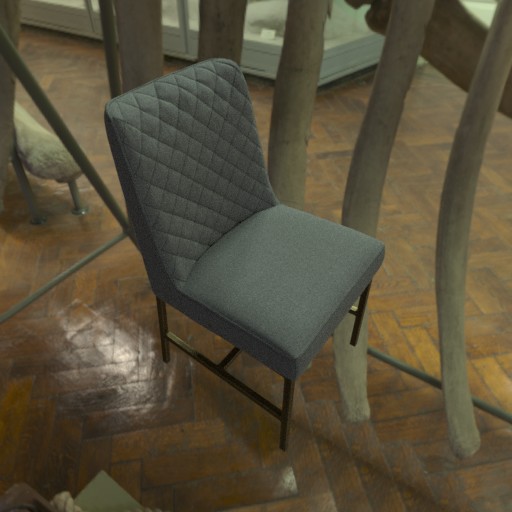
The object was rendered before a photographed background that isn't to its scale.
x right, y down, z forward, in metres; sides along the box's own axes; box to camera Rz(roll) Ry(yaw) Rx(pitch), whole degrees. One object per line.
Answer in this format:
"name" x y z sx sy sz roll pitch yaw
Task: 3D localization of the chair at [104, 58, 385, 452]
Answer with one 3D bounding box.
"chair" 0.000 0.000 1.254 0.587 0.889 0.508 25 47 26
